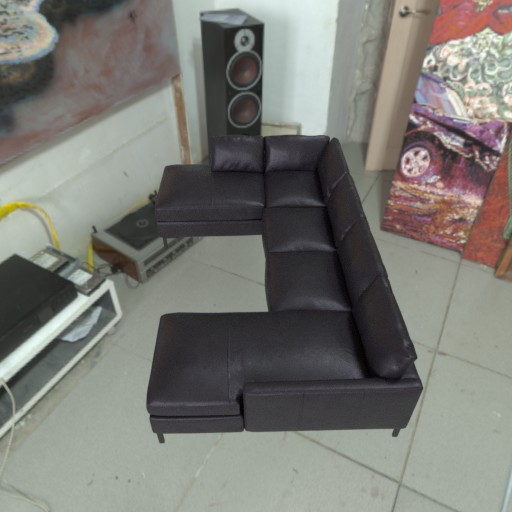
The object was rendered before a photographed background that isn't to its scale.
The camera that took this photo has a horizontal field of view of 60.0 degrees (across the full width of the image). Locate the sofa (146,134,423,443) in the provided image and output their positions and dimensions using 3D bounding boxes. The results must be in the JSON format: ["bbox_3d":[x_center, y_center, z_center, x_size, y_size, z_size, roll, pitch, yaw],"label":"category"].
[{"bbox_3d":[0.000,0.000,3.859,1.939,0.900,2.956,-1,41,-1],"label":"sofa"}]
